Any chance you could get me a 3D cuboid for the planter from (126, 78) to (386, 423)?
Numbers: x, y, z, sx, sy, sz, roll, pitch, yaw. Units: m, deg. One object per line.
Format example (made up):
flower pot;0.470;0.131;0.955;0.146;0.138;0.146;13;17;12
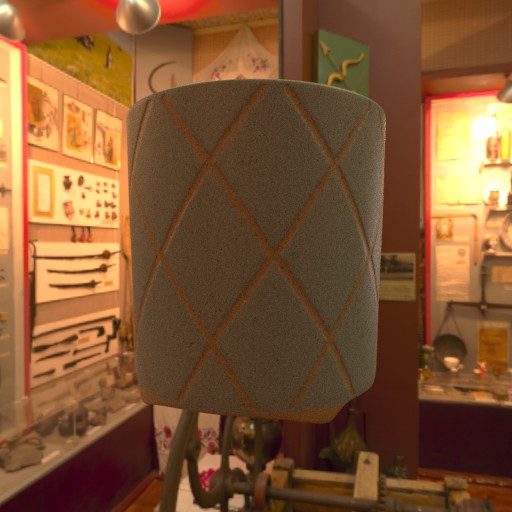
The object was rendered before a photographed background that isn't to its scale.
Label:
planter;0.000;0.000;0.341;0.191;0.200;0.191;0;1;0
